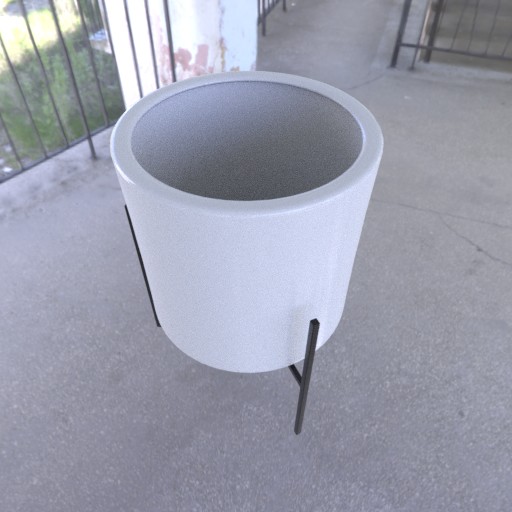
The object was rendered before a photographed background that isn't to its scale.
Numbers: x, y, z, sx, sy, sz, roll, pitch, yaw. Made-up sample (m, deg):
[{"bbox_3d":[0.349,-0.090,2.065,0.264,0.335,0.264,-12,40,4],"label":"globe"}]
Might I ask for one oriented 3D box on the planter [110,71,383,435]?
[{"bbox_3d":[0.000,0.000,0.720,0.360,0.480,0.361,31,53,27],"label":"planter"}]
